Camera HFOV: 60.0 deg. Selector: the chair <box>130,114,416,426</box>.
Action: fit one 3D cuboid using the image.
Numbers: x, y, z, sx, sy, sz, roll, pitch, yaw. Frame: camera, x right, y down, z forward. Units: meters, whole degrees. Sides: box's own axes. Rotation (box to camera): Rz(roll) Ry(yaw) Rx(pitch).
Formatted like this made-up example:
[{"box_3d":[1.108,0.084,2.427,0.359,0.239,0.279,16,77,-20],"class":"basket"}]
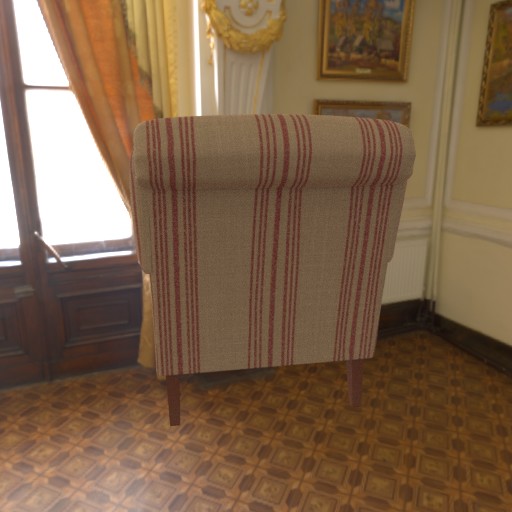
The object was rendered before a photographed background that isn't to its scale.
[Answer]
[{"box_3d":[0.000,0.000,1.907,0.933,1.123,1.058,-3,15,-9],"class":"chair"}]
